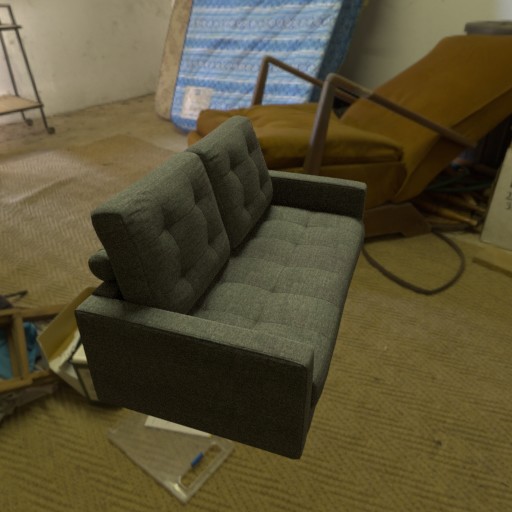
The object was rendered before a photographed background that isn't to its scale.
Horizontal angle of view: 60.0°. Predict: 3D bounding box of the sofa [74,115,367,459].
[{"bbox_3d":[0.000,0.000,1.947,0.842,0.907,1.407,10,33,16],"label":"sofa"}]
